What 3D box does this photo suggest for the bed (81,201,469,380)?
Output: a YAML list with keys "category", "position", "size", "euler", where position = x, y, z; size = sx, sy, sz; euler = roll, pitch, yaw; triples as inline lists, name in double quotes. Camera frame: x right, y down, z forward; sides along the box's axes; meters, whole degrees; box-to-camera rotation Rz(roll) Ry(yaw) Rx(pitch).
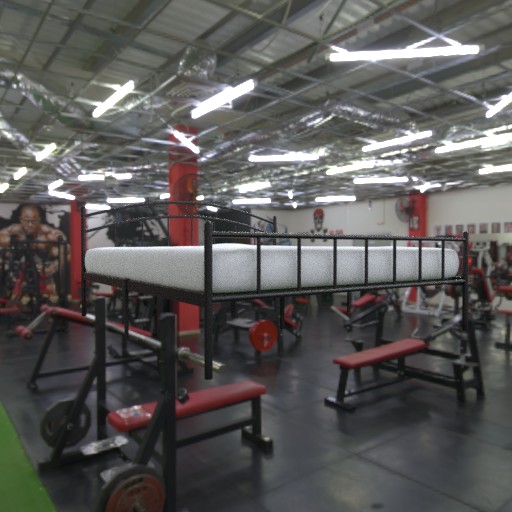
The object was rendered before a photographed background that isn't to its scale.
- category: "bed"
  position: [0.000, 0.000, 3.116]
  size: [1.880, 0.940, 2.040]
  euler: [-1, 1, -35]
